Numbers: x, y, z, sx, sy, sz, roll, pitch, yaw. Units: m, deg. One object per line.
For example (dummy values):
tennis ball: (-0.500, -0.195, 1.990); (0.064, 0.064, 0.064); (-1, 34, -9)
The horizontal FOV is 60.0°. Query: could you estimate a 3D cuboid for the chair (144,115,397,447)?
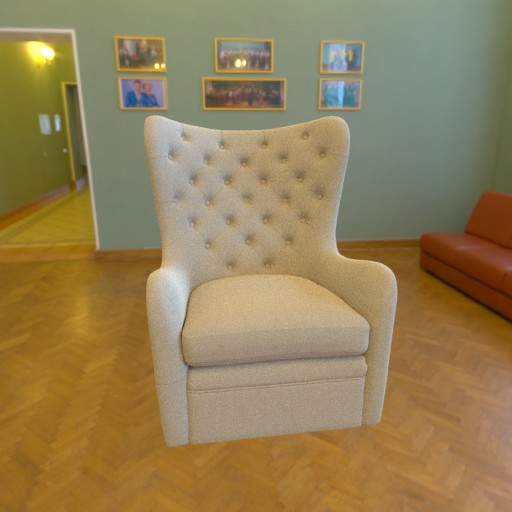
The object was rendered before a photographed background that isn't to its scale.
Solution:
chair: (0.000, 0.000, 1.775); (0.831, 1.079, 0.929); (-3, 17, -9)
